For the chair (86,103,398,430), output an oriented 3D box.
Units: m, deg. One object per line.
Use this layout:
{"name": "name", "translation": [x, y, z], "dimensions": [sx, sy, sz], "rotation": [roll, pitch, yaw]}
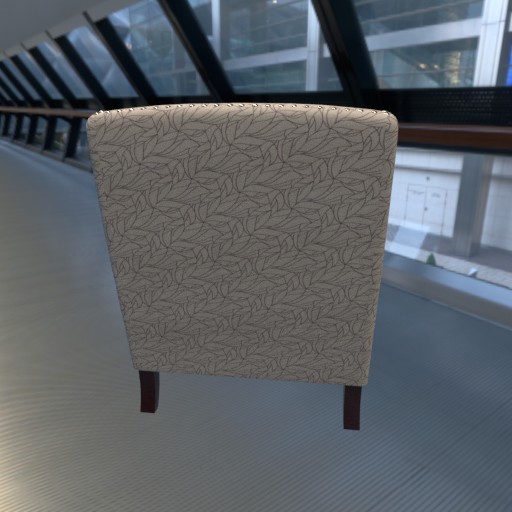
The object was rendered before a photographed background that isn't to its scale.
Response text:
{"name": "chair", "translation": [0.000, 0.000, 1.273], "dimensions": [0.623, 0.816, 0.651], "rotation": [2, 18, 7]}
